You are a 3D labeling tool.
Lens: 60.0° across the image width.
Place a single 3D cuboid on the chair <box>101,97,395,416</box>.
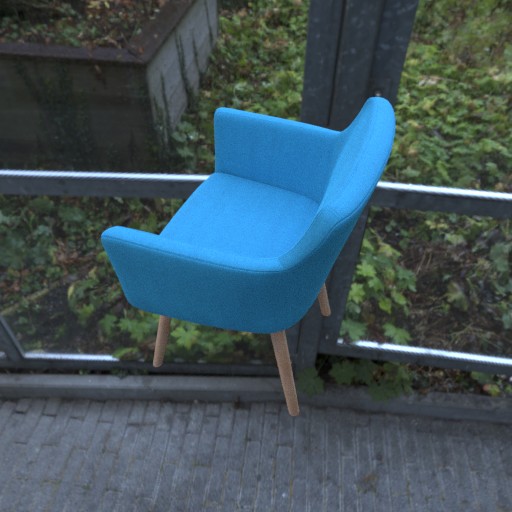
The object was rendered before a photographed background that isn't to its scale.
[{"bbox_3d":[0.000,0.000,1.158,0.540,0.780,0.570,15,47,14],"label":"chair"}]
